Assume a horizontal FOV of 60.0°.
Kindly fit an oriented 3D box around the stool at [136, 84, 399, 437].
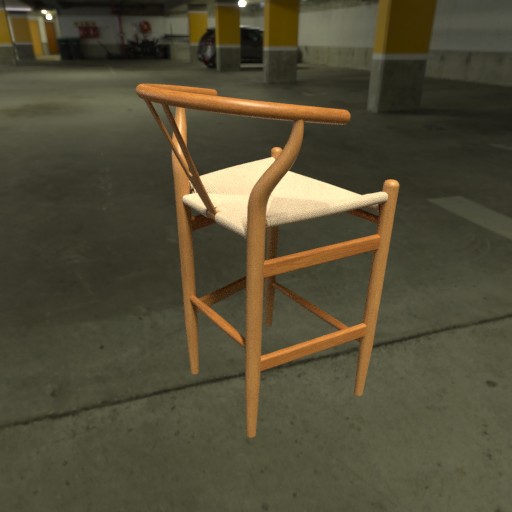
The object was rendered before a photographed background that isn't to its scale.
[{"bbox_3d":[0.000,0.000,1.317,0.579,0.970,0.569,-18,31,-32],"label":"stool"}]
